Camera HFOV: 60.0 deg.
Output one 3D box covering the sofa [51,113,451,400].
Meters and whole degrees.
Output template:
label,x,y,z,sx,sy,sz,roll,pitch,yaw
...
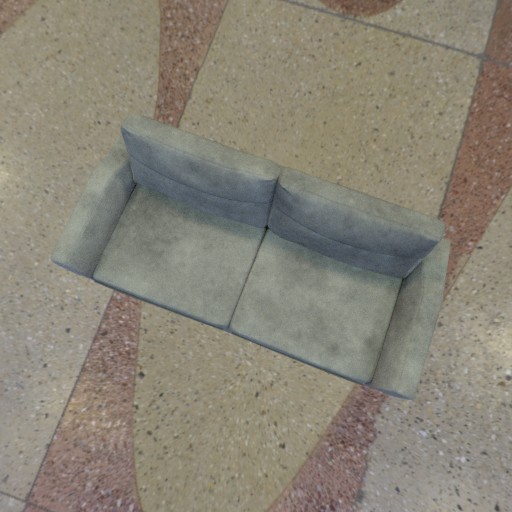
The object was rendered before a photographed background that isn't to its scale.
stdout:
label,x,y,z,sx,sy,sz,roll,pitch,yaw
sofa,0.000,0.000,2.309,1.837,0.859,0.849,20,77,5
